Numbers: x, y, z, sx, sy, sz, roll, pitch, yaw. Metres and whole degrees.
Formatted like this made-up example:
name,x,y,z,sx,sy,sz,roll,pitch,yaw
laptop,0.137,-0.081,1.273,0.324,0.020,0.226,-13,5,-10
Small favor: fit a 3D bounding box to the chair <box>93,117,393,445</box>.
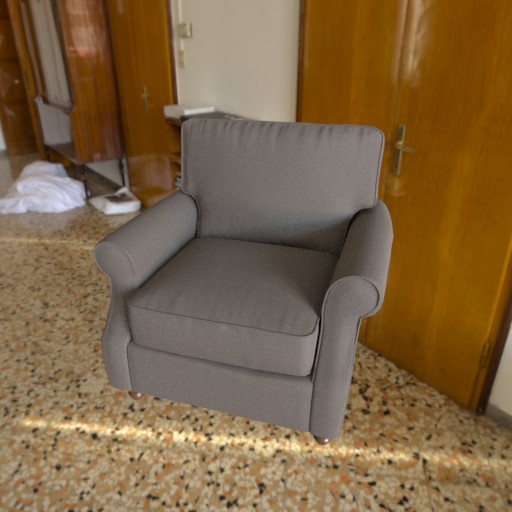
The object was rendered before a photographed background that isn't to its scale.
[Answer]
name,x,y,z,sx,sy,sz,roll,pitch,yaw
chair,0.000,0.000,1.775,1.029,0.967,0.966,8,26,16
